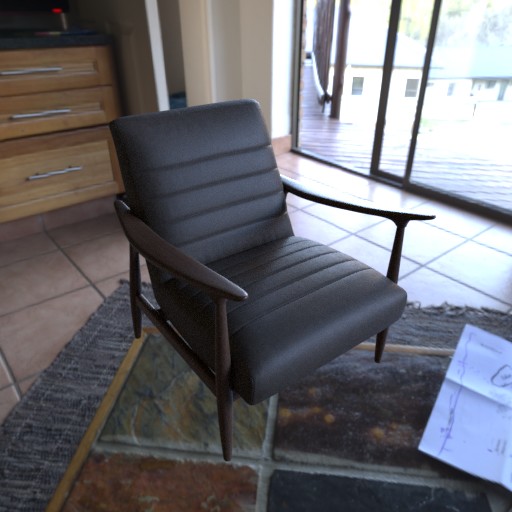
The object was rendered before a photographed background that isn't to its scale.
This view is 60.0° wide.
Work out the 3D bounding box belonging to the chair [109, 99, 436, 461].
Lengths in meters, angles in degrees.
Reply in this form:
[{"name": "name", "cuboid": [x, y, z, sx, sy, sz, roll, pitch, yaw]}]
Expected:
[{"name": "chair", "cuboid": [0.000, 0.000, 1.436, 0.741, 0.831, 0.798, -20, 35, -32]}]
